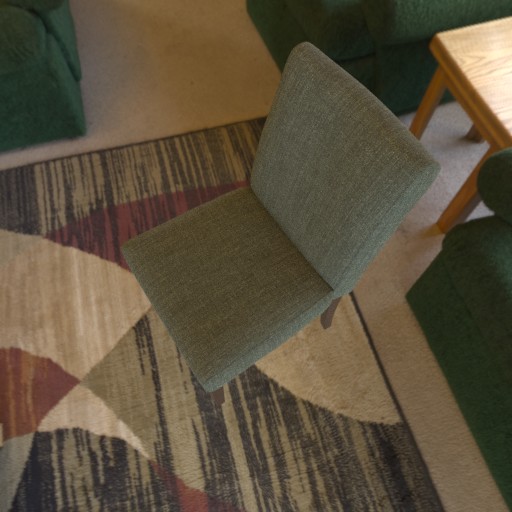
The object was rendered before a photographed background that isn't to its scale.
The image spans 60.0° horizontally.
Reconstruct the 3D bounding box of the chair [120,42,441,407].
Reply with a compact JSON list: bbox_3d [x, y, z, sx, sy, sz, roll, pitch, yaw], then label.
[{"bbox_3d":[0.000,0.000,1.258,0.629,0.884,0.487,-31,67,-15],"label":"chair"}]
